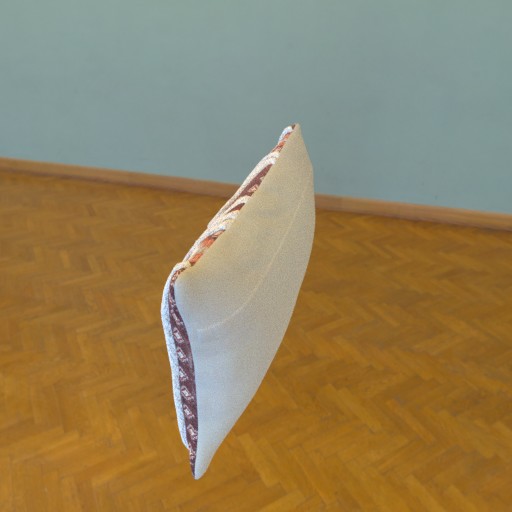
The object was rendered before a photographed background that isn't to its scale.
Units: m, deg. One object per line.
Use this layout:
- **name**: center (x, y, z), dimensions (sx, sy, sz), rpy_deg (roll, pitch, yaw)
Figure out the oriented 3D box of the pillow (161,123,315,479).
- **pillow**: center (0.000, 0.000, 0.722), dimensions (0.161, 0.295, 0.608), rpy_deg (8, 32, 13)
